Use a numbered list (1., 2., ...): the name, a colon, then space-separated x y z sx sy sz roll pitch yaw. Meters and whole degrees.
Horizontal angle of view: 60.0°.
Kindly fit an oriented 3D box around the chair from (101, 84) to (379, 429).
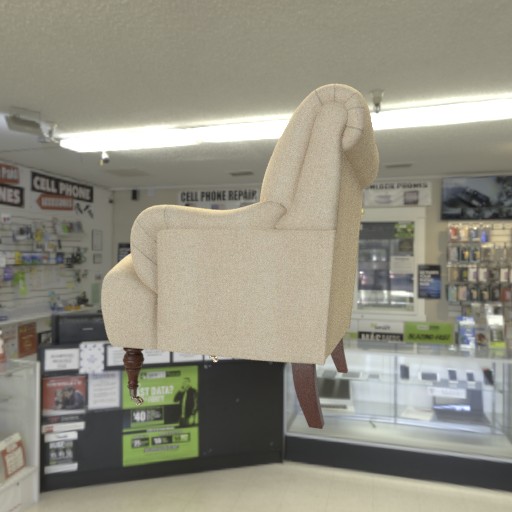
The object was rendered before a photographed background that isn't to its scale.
1. chair: 0.000 0.000 1.605 0.842 0.944 0.766 0 0 18
